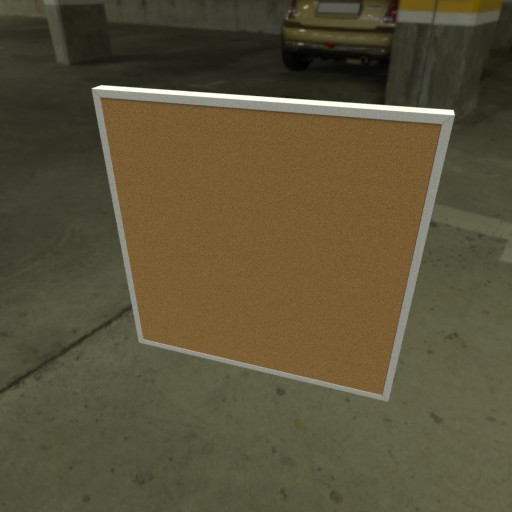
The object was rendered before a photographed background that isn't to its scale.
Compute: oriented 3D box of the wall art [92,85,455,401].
[{"bbox_3d":[0.000,0.000,1.111,0.762,0.762,0.038,10,33,15],"label":"wall art"}]
